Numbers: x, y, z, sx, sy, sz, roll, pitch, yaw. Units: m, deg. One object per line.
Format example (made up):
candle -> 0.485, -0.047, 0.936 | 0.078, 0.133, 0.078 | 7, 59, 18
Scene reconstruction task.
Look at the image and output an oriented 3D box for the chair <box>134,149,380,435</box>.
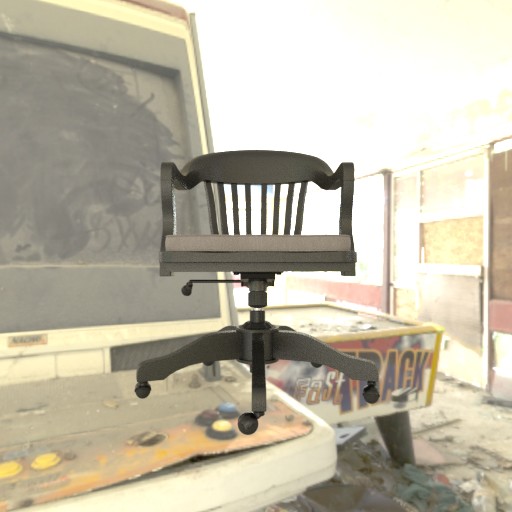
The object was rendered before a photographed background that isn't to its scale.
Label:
chair -> 0.000, 0.000, 1.461 | 0.750, 0.878, 0.788 | 0, 0, 0
